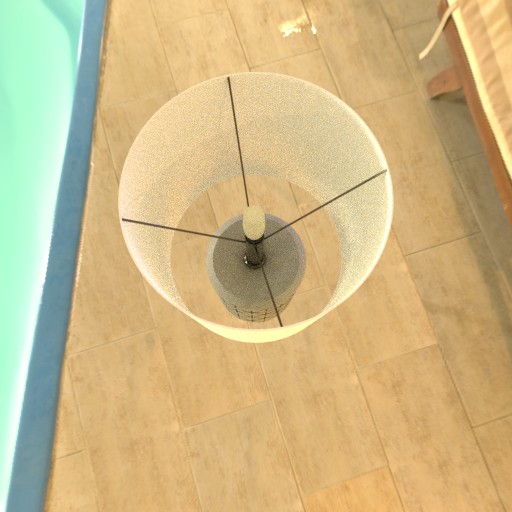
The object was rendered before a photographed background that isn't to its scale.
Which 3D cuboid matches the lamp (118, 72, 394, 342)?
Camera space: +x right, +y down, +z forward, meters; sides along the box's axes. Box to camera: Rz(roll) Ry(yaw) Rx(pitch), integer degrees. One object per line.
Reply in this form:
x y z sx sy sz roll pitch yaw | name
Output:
0.000 0.000 0.535 0.206 0.416 0.206 -11 77 -3 | lamp
